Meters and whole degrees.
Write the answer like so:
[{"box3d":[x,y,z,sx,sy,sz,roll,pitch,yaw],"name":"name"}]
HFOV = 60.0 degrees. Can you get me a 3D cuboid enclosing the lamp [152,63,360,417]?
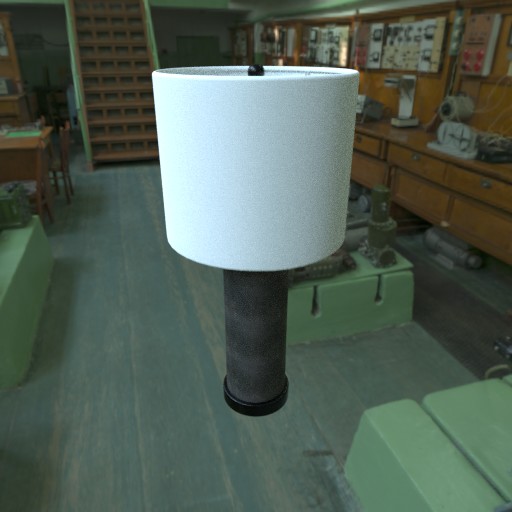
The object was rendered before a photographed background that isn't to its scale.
[{"box3d":[0.000,0.000,0.795,0.305,0.634,0.305,-8,27,-17],"name":"lamp"}]
